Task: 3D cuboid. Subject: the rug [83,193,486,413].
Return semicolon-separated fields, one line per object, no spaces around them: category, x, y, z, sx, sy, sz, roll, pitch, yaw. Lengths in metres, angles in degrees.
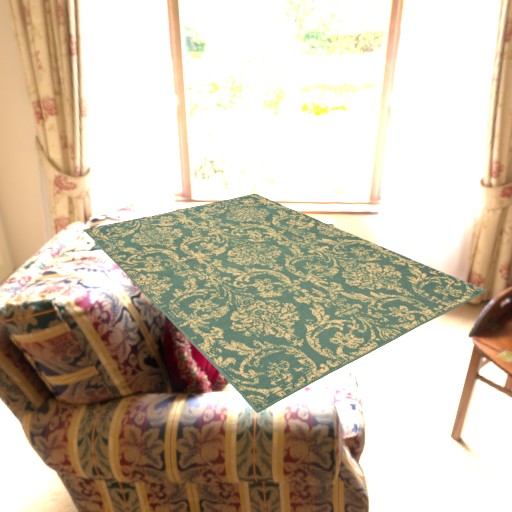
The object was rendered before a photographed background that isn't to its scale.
rug;0.000;0.000;2.847;1.554;0.012;2.205;-17;30;-32
